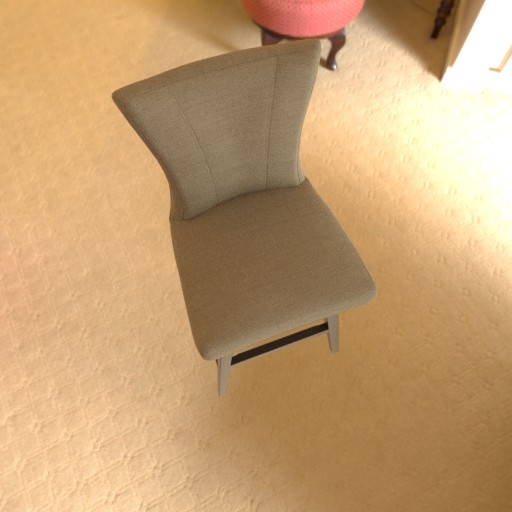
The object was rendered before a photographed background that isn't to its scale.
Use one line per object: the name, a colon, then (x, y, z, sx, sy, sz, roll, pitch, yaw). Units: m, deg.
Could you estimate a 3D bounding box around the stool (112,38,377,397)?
stool: (0.000, 0.000, 1.396, 0.514, 1.086, 0.574, -18, 66, -9)
